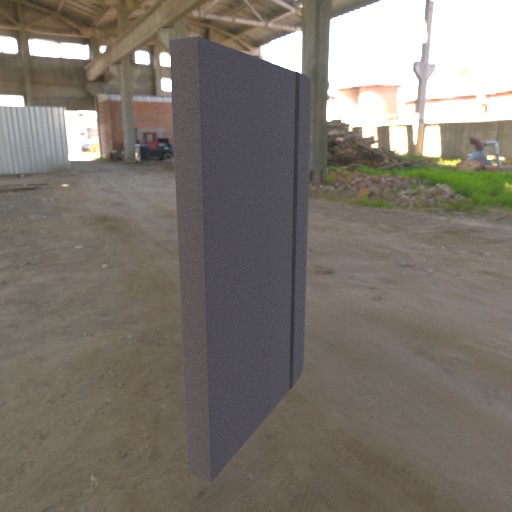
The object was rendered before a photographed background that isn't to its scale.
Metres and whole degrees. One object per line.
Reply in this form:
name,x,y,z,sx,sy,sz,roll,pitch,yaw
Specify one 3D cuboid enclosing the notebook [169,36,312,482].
notebook,0.000,0.000,0.262,0.016,0.213,0.127,7,16,27
